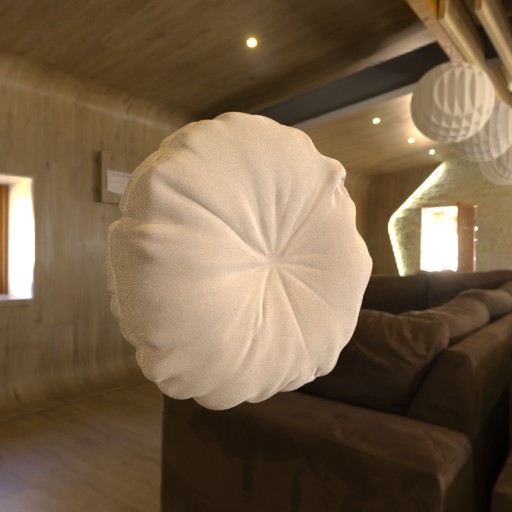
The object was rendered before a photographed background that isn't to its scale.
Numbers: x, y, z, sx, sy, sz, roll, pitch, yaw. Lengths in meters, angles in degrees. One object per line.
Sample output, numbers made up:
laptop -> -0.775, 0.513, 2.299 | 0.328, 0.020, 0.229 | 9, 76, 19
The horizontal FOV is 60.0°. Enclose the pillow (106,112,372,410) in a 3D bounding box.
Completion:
pillow -> 0.000, 0.000, 0.649 | 0.428, 0.407, 0.148 | 0, 0, -37
